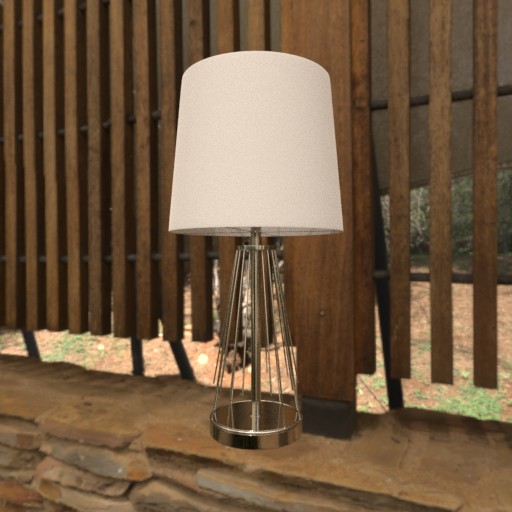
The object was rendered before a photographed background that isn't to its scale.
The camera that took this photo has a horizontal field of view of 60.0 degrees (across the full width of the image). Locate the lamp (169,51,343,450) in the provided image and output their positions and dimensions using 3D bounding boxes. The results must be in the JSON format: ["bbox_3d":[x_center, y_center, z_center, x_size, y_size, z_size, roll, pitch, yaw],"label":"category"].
[{"bbox_3d":[0.000,0.000,0.784,0.303,0.618,0.303,0,0,0],"label":"lamp"}]
